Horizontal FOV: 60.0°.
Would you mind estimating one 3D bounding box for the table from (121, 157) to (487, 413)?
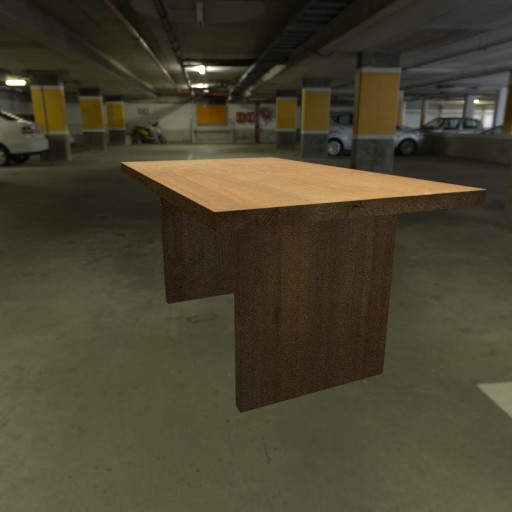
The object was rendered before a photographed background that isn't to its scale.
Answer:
[{"bbox_3d":[0.000,0.000,2.090,0.946,0.780,1.609,-7,18,-23],"label":"table"}]
